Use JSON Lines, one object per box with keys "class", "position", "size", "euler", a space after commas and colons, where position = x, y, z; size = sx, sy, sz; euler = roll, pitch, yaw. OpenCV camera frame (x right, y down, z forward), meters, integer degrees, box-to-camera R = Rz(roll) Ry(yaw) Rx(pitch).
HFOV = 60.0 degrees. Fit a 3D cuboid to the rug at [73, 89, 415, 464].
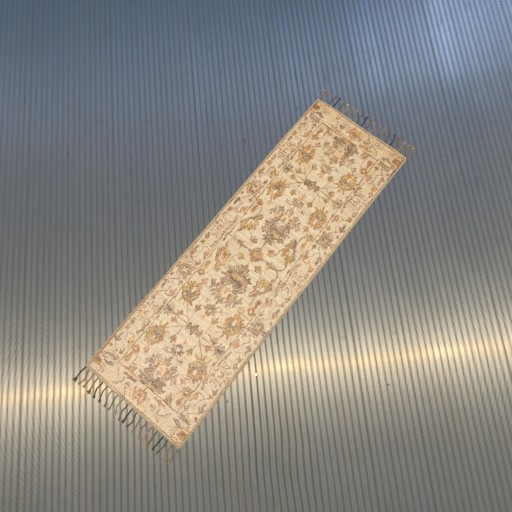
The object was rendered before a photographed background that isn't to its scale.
{"class": "rug", "position": [0.000, 0.000, 2.700], "size": [0.729, 0.021, 2.438], "euler": [38, 78, 9]}
